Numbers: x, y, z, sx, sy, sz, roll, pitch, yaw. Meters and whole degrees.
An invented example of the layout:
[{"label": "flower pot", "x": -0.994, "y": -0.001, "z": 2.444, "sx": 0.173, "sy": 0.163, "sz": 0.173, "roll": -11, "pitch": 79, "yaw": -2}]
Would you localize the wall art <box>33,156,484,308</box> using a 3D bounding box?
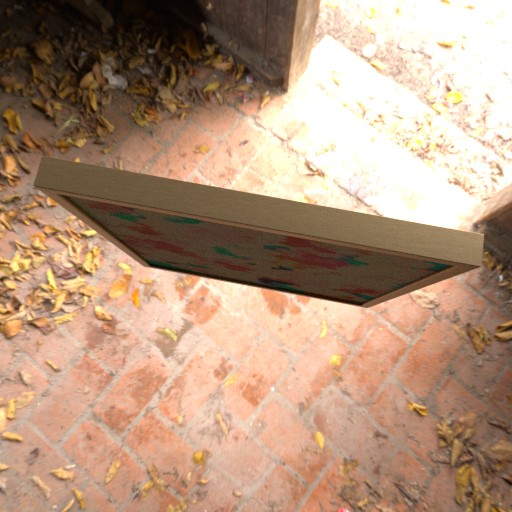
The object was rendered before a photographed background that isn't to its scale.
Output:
[{"label": "wall art", "x": 0.000, "y": 0.000, "z": 0.748, "sx": 0.510, "sy": 0.509, "sz": 0.037, "roll": 10, "pitch": 78, "yaw": 2}]
